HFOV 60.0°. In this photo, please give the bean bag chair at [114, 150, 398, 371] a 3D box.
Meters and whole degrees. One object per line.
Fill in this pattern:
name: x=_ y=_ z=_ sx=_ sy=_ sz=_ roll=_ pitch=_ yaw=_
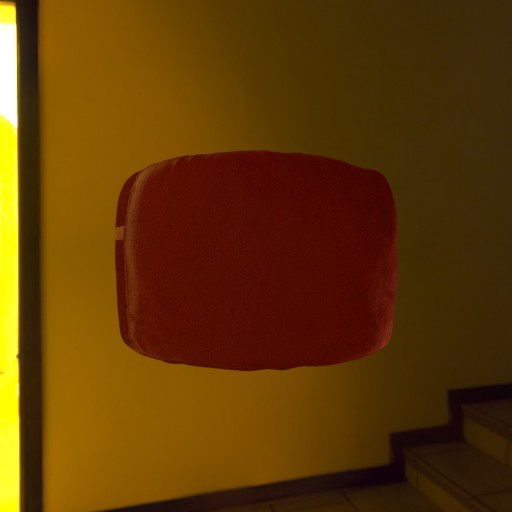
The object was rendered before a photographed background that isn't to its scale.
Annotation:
bean bag chair: x=0.000 y=0.000 z=1.998 sx=1.219 sy=0.762 sz=1.219 roll=0 pitch=1 yaw=0
